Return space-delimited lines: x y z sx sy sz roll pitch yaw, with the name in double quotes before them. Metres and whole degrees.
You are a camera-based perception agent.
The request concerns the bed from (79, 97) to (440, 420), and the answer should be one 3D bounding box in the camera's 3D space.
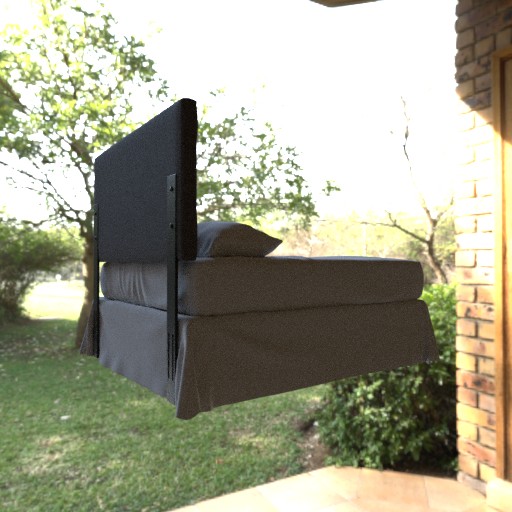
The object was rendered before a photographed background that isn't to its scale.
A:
"bed" 0.000 0.000 3.470 2.222 1.577 1.936 1 -1 -35
